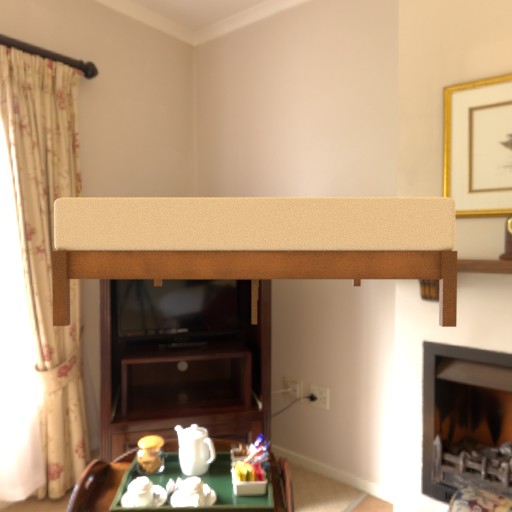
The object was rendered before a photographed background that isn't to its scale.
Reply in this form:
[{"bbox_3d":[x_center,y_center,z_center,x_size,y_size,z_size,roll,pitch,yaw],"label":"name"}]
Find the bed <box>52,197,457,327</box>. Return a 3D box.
[{"bbox_3d":[0.000,0.000,3.125,1.930,0.616,2.049,0,2,1],"label":"bed"}]
